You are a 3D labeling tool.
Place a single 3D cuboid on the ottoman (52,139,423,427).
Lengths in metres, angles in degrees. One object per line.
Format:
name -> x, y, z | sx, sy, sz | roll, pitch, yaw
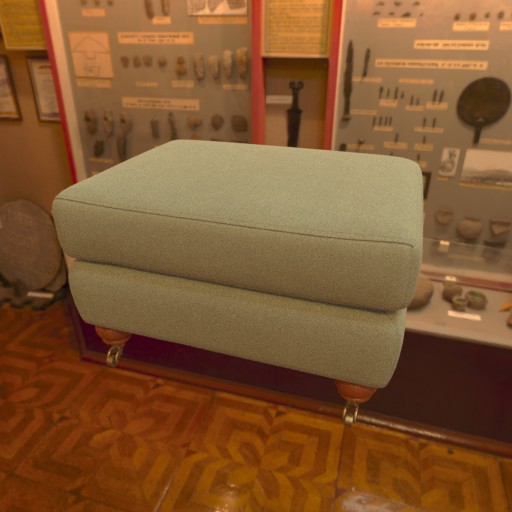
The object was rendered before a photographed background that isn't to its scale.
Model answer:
ottoman -> 0.000, 0.000, 1.153 | 0.773, 0.499, 0.569 | 9, 29, 16
